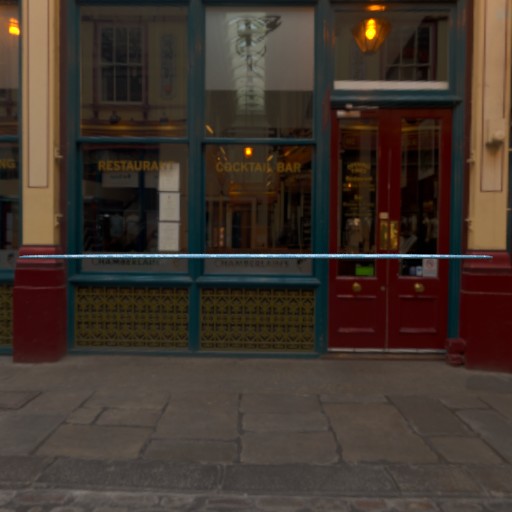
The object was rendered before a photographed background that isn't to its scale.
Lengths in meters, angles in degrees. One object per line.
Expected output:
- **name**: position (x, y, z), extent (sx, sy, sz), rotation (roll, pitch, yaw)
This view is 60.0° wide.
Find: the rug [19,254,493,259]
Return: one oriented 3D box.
- **rug**: position (0.000, 0.000, 2.317), extent (1.833, 0.012, 1.211), rotation (0, 0, 0)
